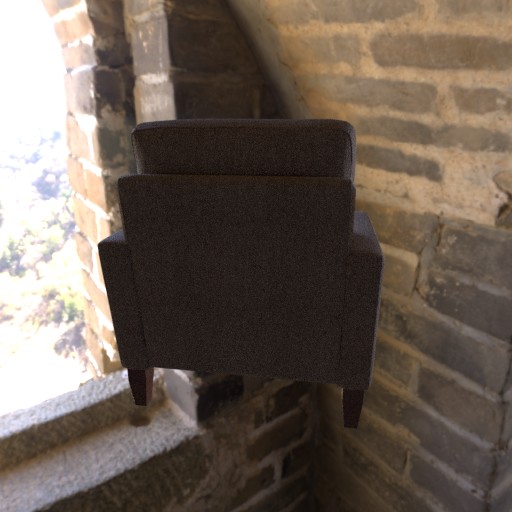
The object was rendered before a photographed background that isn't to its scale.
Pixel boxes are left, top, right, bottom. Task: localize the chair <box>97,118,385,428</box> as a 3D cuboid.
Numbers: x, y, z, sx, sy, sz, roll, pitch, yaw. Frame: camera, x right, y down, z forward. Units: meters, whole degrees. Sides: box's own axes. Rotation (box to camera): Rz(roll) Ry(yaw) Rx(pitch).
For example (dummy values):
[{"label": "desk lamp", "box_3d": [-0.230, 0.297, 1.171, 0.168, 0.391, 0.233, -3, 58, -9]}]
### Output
[{"label": "chair", "box_3d": [0.000, 0.000, 1.690, 0.855, 0.993, 0.897, 3, 16, 9]}]
